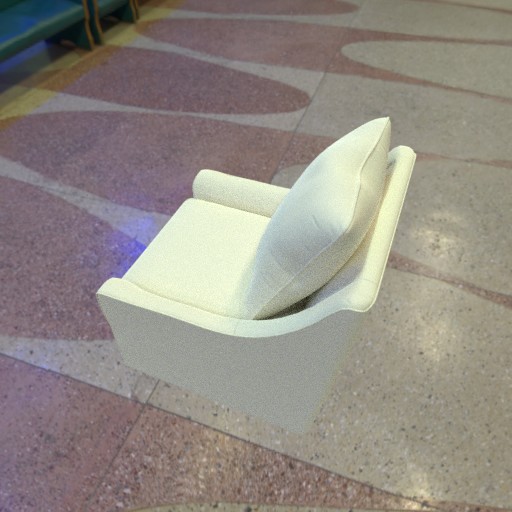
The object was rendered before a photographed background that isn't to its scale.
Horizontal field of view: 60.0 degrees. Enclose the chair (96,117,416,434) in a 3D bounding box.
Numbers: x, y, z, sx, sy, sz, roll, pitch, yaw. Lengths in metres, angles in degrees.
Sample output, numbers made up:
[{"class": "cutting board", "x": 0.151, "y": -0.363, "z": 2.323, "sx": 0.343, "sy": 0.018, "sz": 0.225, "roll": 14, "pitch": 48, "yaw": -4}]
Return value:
[{"class": "chair", "x": 0.000, "y": 0.000, "z": 1.608, "sx": 0.876, "sy": 0.965, "sz": 0.756, "roll": 16, "pitch": 48, "yaw": 15}]
